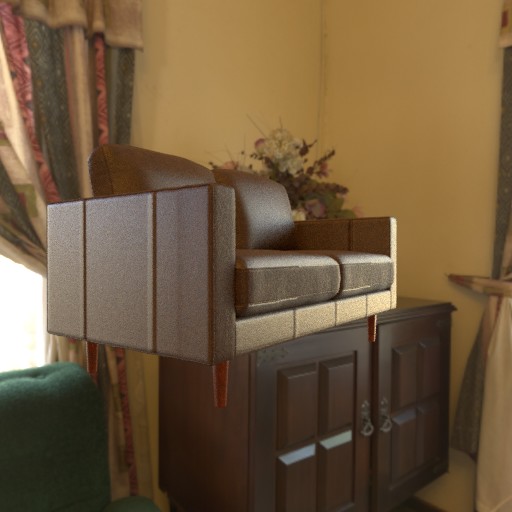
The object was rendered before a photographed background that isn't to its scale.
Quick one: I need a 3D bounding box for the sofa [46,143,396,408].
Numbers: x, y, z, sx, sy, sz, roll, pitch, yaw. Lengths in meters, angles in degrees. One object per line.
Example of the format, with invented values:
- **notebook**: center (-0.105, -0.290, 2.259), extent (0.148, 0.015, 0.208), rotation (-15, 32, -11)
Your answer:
- **sofa**: center (0.000, 0.000, 2.123), extent (0.909, 0.951, 1.578), rotation (0, 1, 36)
